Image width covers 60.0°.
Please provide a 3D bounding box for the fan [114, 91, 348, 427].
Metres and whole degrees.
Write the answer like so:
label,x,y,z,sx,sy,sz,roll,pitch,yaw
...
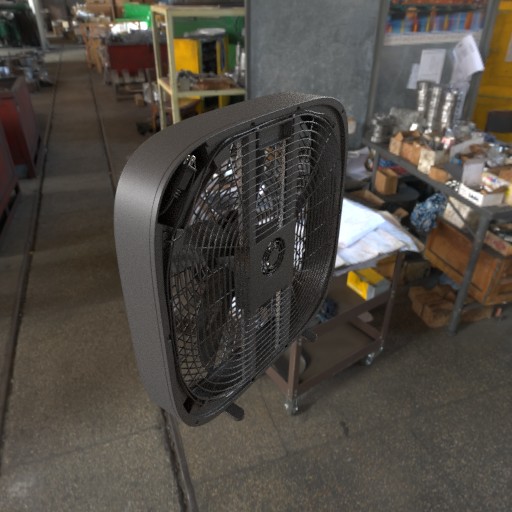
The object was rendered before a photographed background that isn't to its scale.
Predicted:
label,x,y,z,sx,sy,sz,roll,pitch,yaw
fan,0.000,0.000,0.816,0.142,0.533,0.526,21,37,31
